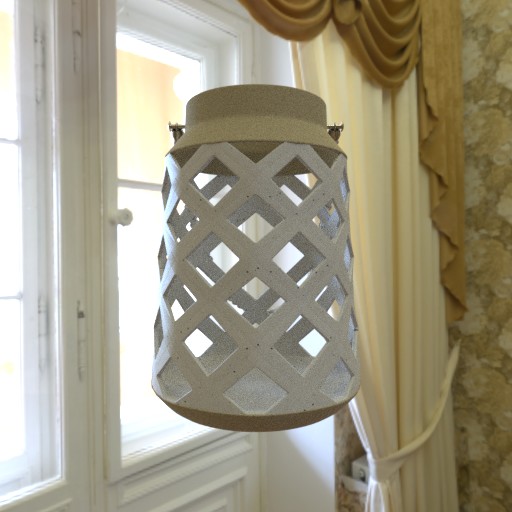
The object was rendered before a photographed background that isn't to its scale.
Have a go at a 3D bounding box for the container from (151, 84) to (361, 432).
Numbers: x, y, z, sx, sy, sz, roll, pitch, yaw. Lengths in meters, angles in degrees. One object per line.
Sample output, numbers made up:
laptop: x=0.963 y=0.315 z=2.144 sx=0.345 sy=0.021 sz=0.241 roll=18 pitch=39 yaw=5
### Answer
container: x=0.000 y=0.000 z=0.352 sx=0.163 sy=0.229 sz=0.172 roll=0 pitch=1 yaw=0
